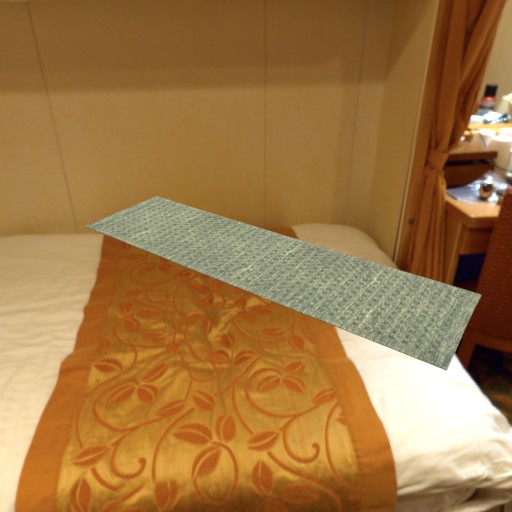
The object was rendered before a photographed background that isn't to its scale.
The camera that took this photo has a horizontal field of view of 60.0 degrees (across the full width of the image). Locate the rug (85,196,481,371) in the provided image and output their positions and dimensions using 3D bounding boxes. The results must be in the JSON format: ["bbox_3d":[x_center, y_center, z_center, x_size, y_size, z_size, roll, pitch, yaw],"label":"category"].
[{"bbox_3d":[0.000,0.000,2.719,2.443,0.008,0.688,19,34,30],"label":"rug"}]
